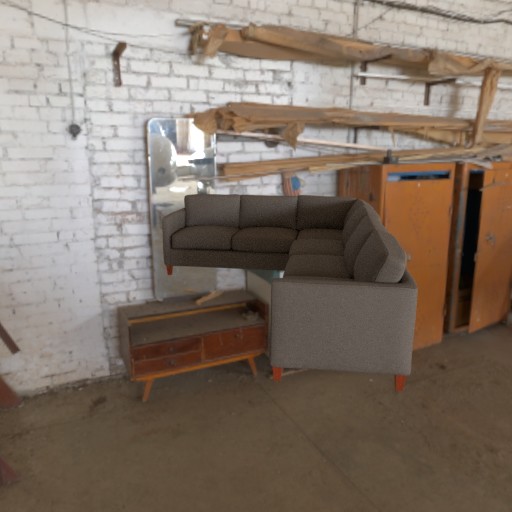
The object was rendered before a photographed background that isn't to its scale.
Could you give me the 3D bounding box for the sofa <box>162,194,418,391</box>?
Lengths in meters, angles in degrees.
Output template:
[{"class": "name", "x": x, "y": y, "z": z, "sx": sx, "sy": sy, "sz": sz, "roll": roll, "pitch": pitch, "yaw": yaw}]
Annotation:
[{"class": "sofa", "x": 0.000, "y": 0.000, "z": 4.493, "sx": 2.593, "sy": 0.947, "sz": 3.302, "roll": 2, "pitch": 14, "yaw": 9}]
